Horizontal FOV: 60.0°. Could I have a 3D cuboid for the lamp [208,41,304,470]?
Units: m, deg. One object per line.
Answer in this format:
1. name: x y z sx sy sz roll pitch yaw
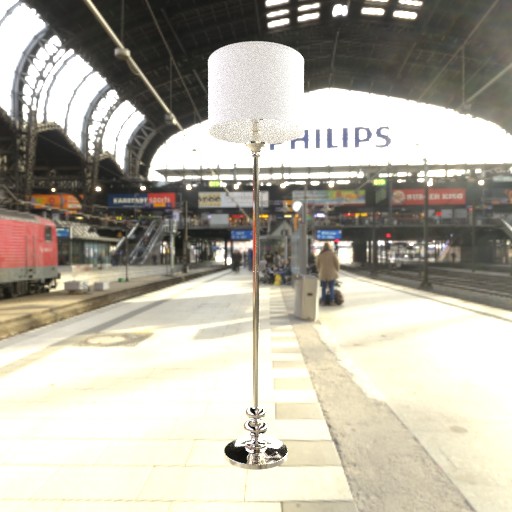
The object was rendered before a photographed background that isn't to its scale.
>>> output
1. lamp: 0.000 0.000 1.660 0.356 1.487 0.356 0 0 -1
